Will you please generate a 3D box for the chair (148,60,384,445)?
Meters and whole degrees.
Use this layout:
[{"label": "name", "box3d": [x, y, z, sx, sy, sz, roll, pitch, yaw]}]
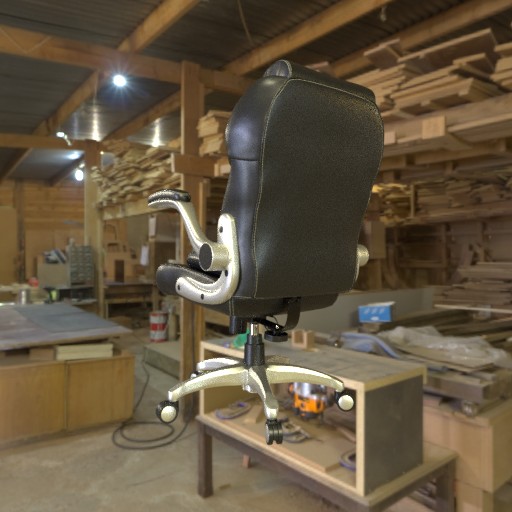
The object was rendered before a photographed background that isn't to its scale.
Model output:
[{"label": "chair", "box3d": [0.000, 0.000, 1.657, 0.724, 1.141, 0.801, 0, 1, -37]}]
